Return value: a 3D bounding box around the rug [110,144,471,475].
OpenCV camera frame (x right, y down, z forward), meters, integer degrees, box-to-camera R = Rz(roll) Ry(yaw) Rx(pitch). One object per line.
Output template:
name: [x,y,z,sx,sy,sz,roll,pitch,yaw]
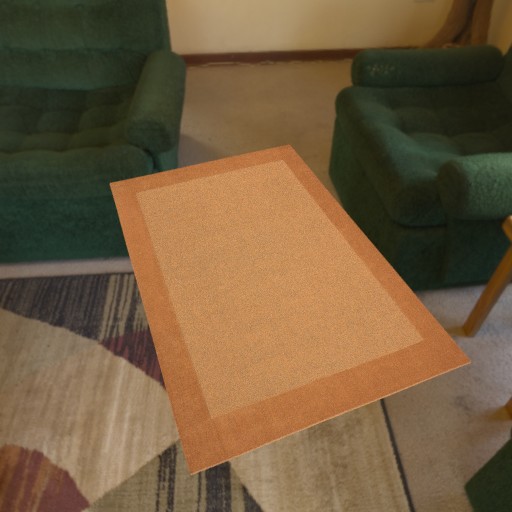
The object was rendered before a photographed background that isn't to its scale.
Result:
rug: [0.000,0.000,2.299,1.219,0.014,1.829,-16,48,-15]
